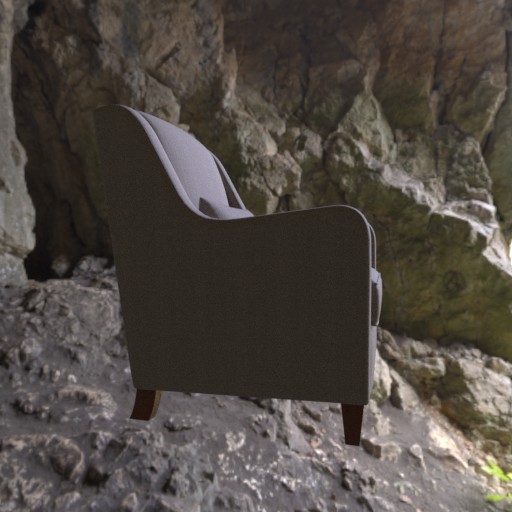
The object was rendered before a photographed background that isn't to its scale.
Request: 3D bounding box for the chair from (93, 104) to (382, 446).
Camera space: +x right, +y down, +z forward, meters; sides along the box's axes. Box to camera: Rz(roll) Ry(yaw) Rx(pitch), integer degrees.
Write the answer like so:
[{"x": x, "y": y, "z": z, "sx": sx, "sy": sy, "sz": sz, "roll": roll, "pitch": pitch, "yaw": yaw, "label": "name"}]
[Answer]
[{"x": 0.000, "y": 0.000, "z": 1.626, "sx": 0.890, "sy": 1.017, "sz": 0.715, "roll": 0, "pitch": 1, "yaw": 16, "label": "chair"}]
